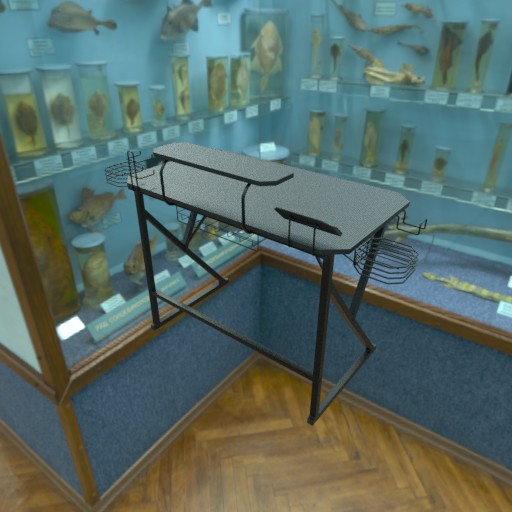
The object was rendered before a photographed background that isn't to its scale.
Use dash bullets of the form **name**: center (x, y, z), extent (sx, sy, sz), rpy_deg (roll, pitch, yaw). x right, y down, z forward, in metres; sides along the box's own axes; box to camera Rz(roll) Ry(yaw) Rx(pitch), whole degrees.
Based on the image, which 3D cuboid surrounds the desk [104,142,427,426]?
- **desk**: center (0.000, 0.000, 1.757), extent (1.290, 0.880, 0.580), rpy_deg (21, 36, 33)
